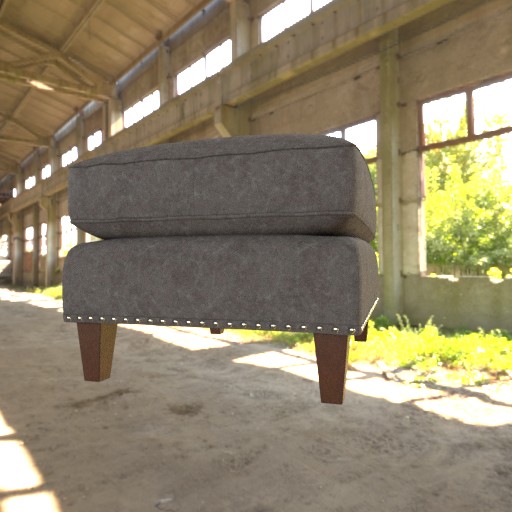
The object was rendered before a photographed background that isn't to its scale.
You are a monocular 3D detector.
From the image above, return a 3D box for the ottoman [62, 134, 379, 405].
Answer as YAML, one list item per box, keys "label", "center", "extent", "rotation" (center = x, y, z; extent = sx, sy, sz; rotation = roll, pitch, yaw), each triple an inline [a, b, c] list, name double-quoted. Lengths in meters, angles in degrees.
- label: "ottoman"
  center: [0.000, 0.000, 1.139]
  extent: [0.584, 0.513, 0.741]
  rotation: [0, -1, 18]
